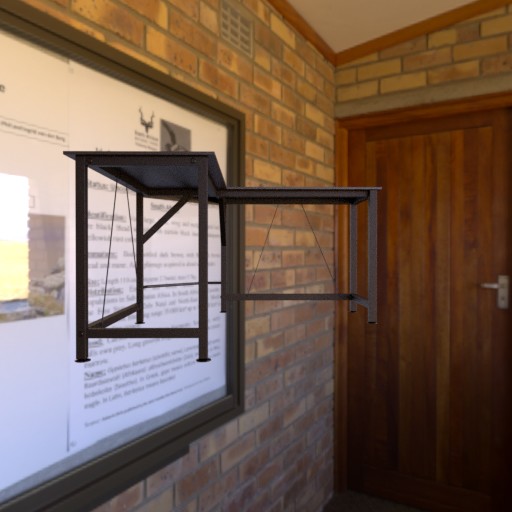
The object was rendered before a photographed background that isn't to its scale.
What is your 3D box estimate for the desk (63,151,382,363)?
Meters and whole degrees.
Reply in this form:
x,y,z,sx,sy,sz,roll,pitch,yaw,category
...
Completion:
x,y,z,sx,sy,sz,roll,pitch,yaw,category
0.000,0.000,2.296,1.400,0.762,1.400,0,0,-1,desk
